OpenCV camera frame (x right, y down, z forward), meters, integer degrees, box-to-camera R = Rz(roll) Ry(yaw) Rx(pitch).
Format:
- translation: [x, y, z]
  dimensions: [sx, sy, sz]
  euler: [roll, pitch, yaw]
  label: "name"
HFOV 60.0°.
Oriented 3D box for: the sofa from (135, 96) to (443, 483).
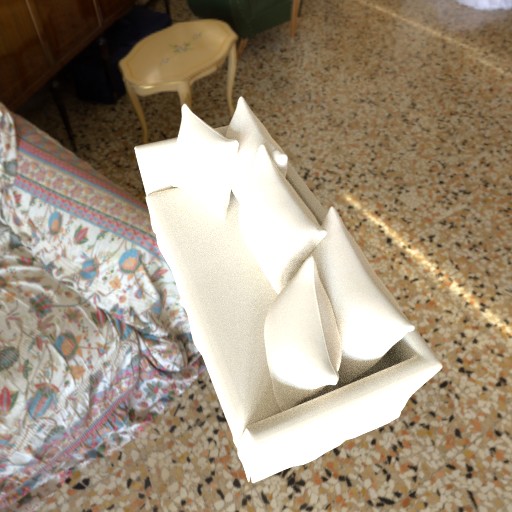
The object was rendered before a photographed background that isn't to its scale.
- translation: [0.000, 0.000, 2.810]
  dimensions: [1.031, 1.034, 2.290]
  euler: [-17, 51, -15]
  label: "sofa"
